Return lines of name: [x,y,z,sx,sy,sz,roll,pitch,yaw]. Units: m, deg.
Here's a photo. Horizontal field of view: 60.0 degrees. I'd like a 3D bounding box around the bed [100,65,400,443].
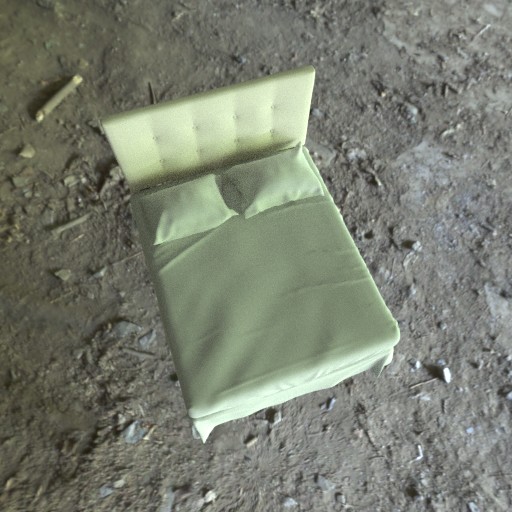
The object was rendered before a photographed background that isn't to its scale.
bed: [0.000,0.000,3.509,1.936,1.577,2.222,-17,65,-8]
